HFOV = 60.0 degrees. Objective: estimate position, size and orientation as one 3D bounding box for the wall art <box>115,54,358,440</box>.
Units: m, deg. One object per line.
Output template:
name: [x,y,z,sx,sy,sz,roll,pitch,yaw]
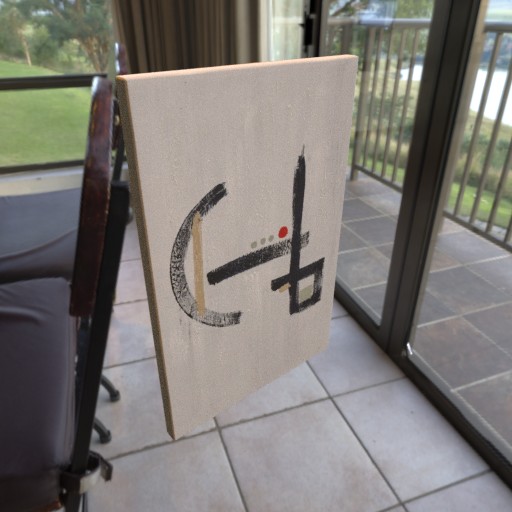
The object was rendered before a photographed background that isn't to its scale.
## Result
wall art: [0.000,0.000,1.146,0.602,0.916,0.048,-22,36,-33]
